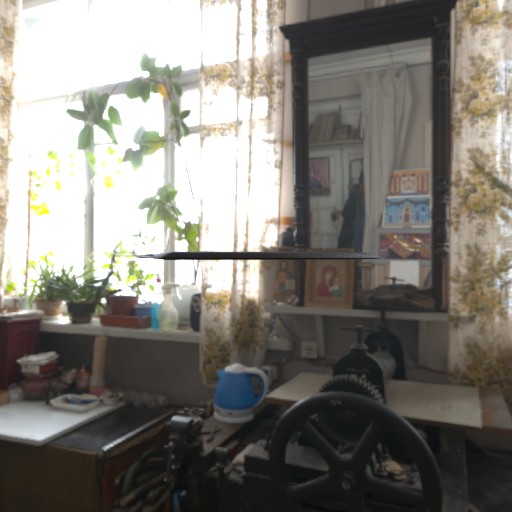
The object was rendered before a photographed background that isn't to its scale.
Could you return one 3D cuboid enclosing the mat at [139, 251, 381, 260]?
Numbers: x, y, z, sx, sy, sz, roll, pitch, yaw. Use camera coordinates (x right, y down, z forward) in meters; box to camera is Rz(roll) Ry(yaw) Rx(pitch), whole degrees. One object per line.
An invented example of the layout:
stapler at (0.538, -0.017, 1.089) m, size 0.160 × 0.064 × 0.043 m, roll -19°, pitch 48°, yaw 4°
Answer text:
mat at (0.000, 0.000, 1.877) m, size 0.917 × 0.022 × 1.525 m, roll 0°, pitch 0°, yaw -17°
